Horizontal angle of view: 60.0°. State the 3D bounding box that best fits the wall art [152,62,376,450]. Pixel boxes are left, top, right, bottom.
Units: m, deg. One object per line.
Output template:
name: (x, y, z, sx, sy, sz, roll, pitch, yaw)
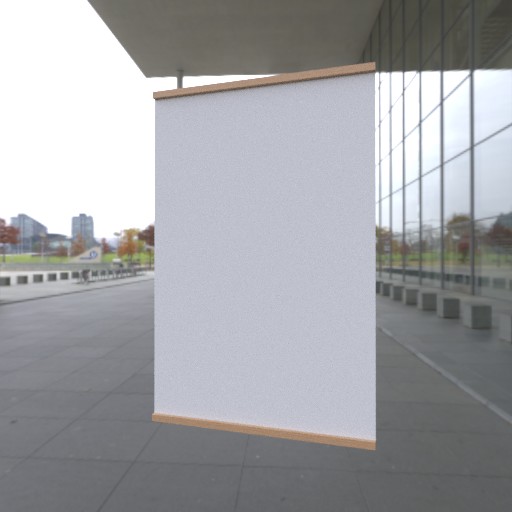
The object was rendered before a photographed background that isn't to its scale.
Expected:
wall art: (0.000, 0.000, 0.768, 0.401, 0.611, 0.016, 0, 0, 18)
